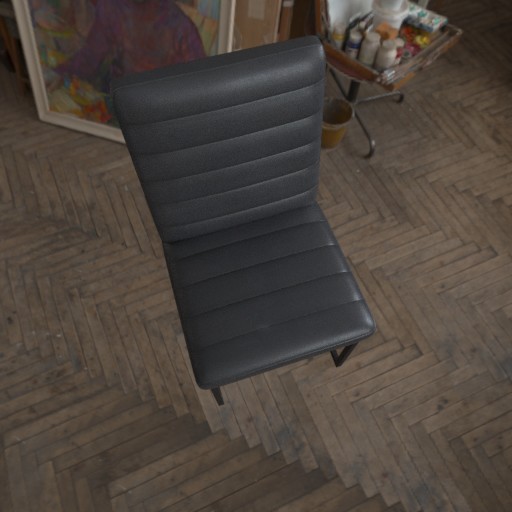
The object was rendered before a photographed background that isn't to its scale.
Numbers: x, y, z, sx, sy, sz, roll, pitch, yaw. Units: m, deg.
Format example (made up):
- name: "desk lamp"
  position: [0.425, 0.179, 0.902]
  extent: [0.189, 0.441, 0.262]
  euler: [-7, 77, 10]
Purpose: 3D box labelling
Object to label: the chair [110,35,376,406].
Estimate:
- name: "chair"
  position: [0.000, 0.000, 1.299]
  extent: [0.520, 0.930, 0.634]
  euler: [-16, 64, -8]
